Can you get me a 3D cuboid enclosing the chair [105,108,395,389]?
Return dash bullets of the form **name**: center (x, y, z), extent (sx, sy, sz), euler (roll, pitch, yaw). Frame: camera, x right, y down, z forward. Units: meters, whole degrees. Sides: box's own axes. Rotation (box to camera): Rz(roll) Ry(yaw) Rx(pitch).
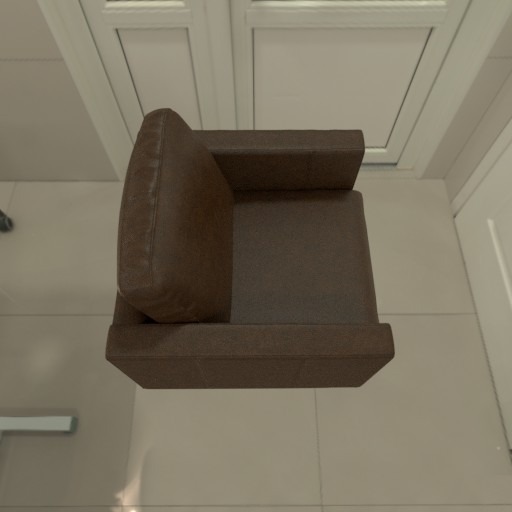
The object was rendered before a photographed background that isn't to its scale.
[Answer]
- **chair**: center (0.000, 0.000, 1.703), extent (0.909, 0.956, 0.890), euler (0, 64, 0)
